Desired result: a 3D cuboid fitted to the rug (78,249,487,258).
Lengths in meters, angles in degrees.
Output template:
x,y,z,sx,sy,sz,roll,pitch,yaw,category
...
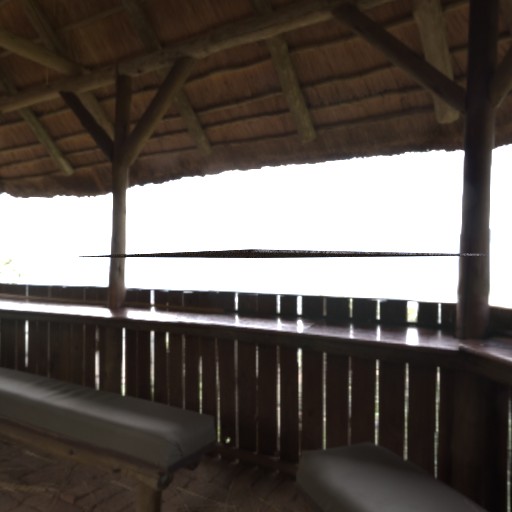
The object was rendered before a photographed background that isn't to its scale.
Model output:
x,y,z,sx,sy,sz,roll,pitch,yaw,category
0.000,0.000,4.236,2.448,0.017,3.204,1,-1,-37,rug
